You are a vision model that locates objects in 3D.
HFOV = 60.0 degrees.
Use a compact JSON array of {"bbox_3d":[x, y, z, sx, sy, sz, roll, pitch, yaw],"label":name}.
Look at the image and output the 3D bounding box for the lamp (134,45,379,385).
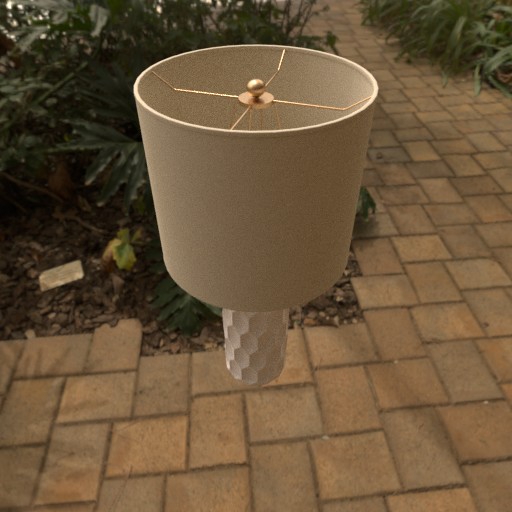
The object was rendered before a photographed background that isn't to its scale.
[{"bbox_3d":[0.000,0.000,0.686,0.277,0.537,0.277,-24,46,-25],"label":"lamp"}]
